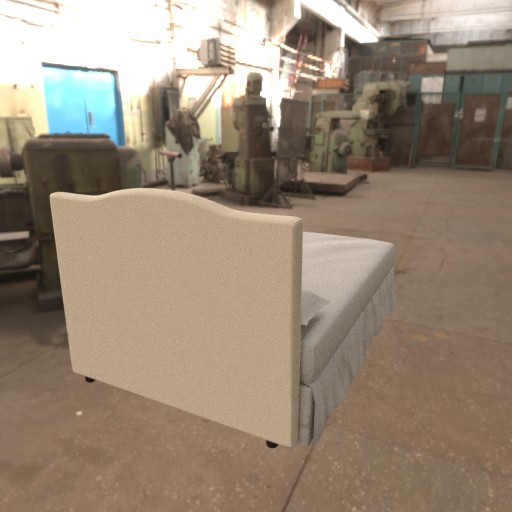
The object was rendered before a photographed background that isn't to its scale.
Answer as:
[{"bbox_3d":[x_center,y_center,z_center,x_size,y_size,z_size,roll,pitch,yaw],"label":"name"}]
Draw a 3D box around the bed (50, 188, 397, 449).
[{"bbox_3d":[0.000,0.000,3.673,1.977,1.437,2.477,9,19,26],"label":"bed"}]
